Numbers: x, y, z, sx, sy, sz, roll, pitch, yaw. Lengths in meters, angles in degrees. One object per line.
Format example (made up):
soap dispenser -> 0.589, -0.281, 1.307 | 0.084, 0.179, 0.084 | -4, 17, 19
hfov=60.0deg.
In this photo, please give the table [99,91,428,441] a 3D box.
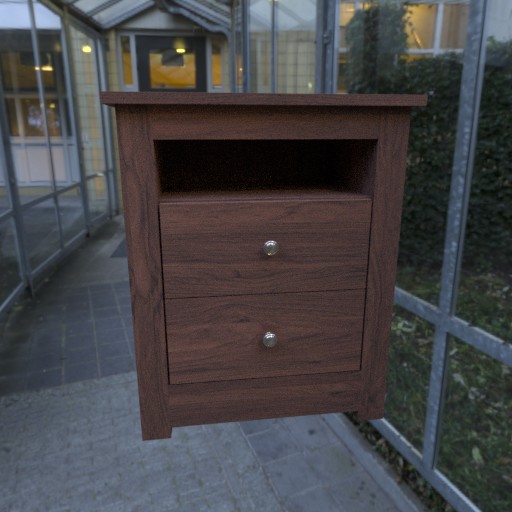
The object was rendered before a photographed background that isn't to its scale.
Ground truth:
table -> 0.000, 0.000, 1.071 | 0.589, 0.711, 0.406 | -2, 16, -8
